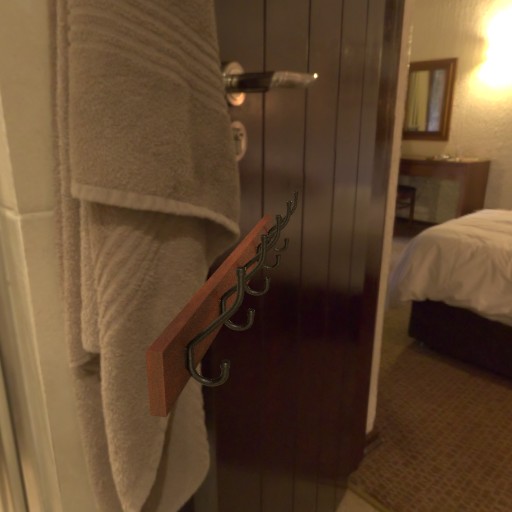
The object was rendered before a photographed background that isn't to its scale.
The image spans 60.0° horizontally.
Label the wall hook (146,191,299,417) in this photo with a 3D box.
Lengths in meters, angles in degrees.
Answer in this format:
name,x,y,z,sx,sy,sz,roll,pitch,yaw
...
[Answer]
name,x,y,z,sx,sy,sz,roll,pitch,yaw
wall hook,0.000,0.000,0.614,0.071,0.117,0.571,3,17,10
